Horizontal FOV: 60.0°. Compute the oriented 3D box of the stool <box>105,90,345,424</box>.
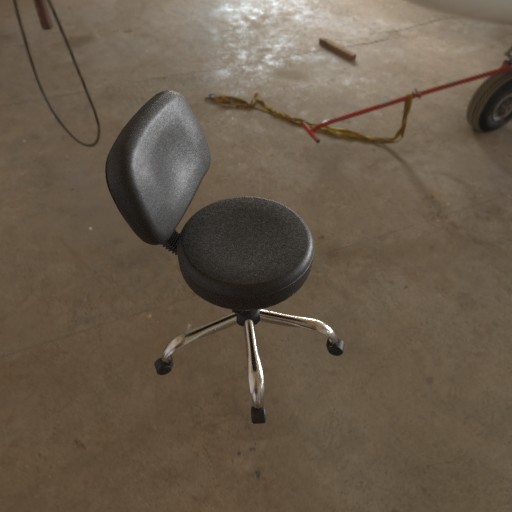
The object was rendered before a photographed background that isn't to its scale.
[{"bbox_3d":[0.000,0.000,1.338,0.648,0.862,0.673,10,48,9],"label":"stool"}]
